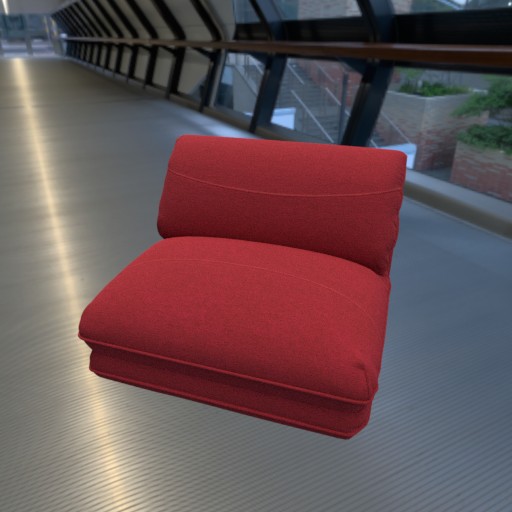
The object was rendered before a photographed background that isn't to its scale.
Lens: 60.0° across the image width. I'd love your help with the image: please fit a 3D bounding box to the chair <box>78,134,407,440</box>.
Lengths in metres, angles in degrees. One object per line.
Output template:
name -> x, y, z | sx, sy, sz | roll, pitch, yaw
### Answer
chair -> 0.000, 0.000, 1.362 | 0.820, 0.580, 0.780 | 9, 29, 16
